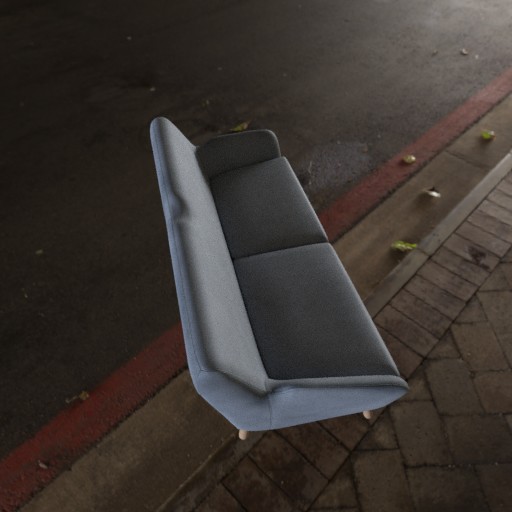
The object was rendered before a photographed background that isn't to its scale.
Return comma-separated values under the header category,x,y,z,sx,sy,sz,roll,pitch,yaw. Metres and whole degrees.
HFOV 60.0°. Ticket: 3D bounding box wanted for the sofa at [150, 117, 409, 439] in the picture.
category,x,y,z,sx,sy,sz,roll,pitch,yaw
sofa,0.000,0.000,2.310,0.850,0.810,1.870,-10,47,-10
